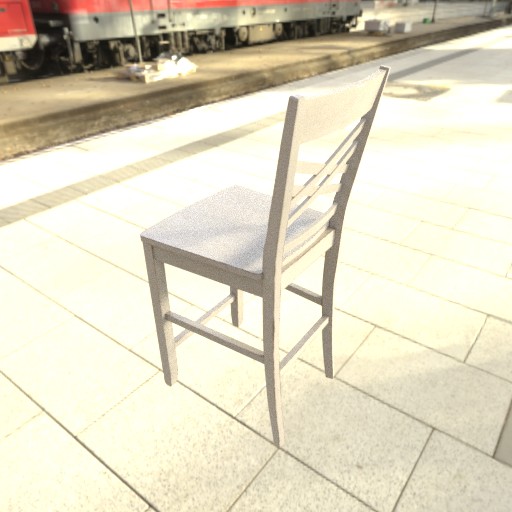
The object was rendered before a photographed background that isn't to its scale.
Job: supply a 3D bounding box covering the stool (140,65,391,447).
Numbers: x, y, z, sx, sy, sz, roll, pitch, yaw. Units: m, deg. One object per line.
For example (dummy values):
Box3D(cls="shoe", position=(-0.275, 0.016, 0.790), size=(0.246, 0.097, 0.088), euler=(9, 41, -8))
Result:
Box3D(cls="stool", position=(0.000, 0.000, 1.364), size=(0.539, 1.079, 0.462), euler=(20, 37, 29))
